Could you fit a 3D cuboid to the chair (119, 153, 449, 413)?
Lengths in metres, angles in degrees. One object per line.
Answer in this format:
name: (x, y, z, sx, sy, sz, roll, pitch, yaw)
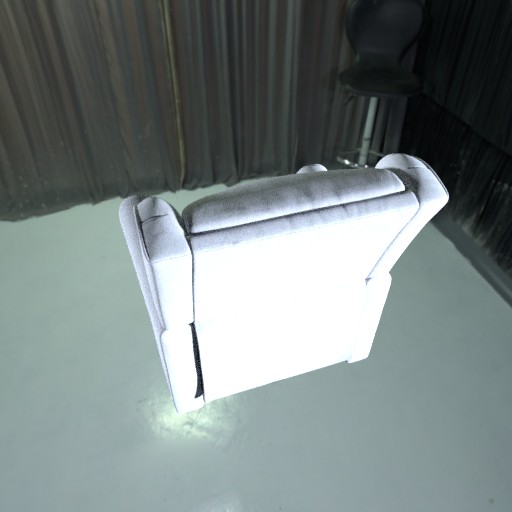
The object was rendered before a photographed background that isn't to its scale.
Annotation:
chair: (0.000, 0.000, 1.642, 0.906, 0.967, 0.854, -13, 43, -14)
